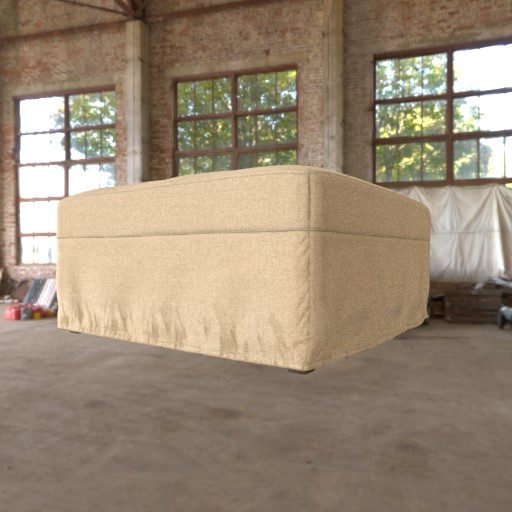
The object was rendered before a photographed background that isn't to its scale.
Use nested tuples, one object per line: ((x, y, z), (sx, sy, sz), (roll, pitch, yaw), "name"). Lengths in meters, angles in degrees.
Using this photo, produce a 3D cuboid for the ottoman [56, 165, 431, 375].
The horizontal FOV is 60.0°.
((0.000, 0.000, 1.348), (0.843, 0.436, 0.840), (0, 0, 36), "ottoman")
